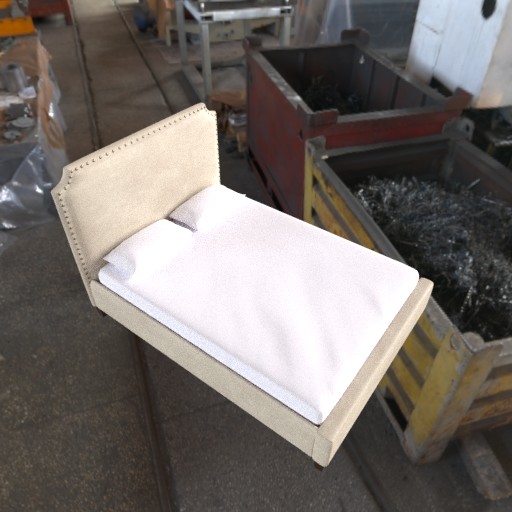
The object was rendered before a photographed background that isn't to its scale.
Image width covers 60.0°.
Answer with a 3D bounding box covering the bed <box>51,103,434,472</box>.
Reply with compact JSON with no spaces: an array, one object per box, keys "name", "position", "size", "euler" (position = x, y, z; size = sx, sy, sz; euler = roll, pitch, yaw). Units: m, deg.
[{"name":"bed","position":[0.000,0.000,3.458],"size":[2.372,1.443,1.712],"euler":[26,48,27]}]
